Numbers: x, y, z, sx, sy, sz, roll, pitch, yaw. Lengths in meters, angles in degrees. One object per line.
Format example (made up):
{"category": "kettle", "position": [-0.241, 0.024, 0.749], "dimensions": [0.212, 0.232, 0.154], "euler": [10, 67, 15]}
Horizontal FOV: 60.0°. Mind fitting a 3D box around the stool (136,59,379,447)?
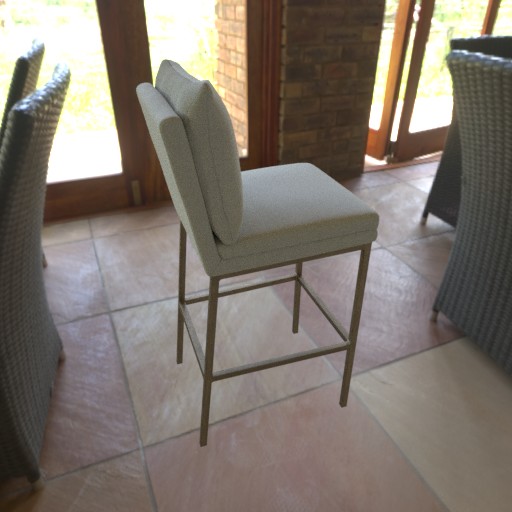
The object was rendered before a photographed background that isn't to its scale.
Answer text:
{"category": "stool", "position": [0.000, 0.000, 1.407], "dimensions": [0.572, 1.125, 0.463], "euler": [-10, 32, -17]}
